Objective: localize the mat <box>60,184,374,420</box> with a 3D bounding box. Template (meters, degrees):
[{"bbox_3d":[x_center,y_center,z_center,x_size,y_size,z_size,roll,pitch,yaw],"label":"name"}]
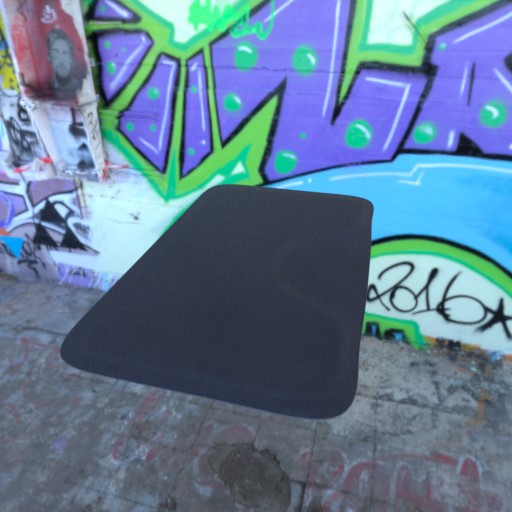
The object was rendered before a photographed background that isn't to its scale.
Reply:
[{"bbox_3d":[0.000,0.000,1.837,0.918,0.013,1.524,8,31,13],"label":"mat"}]
